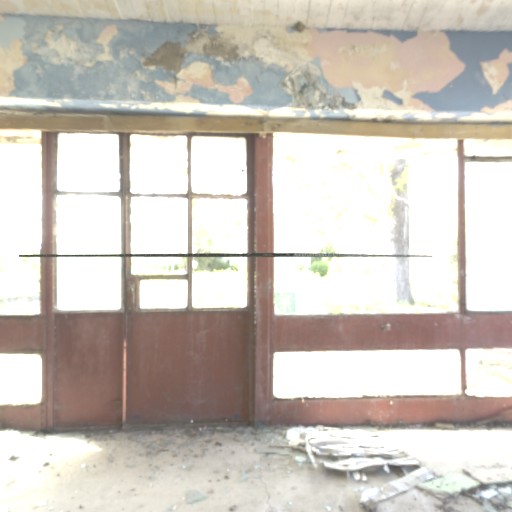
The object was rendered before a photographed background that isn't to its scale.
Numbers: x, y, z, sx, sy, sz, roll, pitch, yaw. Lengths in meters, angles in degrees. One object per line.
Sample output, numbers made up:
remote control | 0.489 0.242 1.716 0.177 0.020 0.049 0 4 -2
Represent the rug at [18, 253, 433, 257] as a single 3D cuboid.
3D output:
rug | 0.000 0.000 4.052 2.456 0.021 3.042 0 0 34
